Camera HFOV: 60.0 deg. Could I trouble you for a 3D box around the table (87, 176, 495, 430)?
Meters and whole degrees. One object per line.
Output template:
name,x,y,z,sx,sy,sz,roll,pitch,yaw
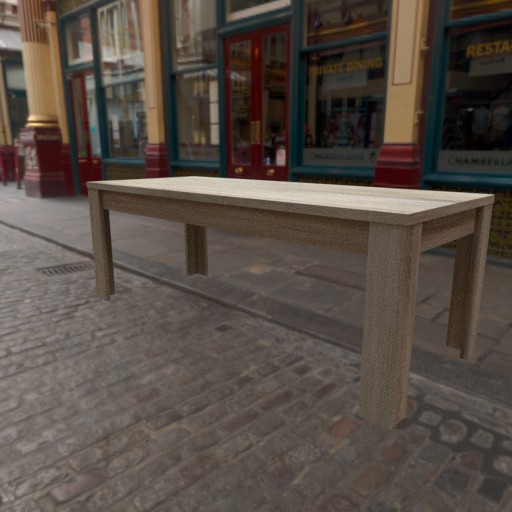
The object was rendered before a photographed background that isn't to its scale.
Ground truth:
table,0.000,0.000,2.567,2.200,0.790,0.900,12,18,42
